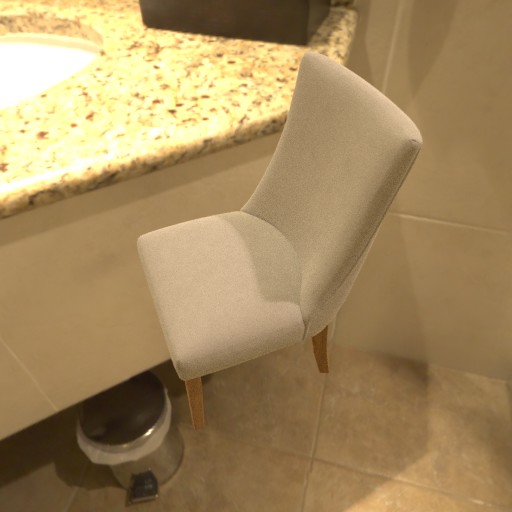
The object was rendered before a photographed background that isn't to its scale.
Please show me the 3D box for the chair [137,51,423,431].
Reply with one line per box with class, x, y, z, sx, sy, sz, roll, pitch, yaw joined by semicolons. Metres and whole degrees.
chair;0.000;0.000;1.256;0.610;0.902;0.495;-16;48;-15
